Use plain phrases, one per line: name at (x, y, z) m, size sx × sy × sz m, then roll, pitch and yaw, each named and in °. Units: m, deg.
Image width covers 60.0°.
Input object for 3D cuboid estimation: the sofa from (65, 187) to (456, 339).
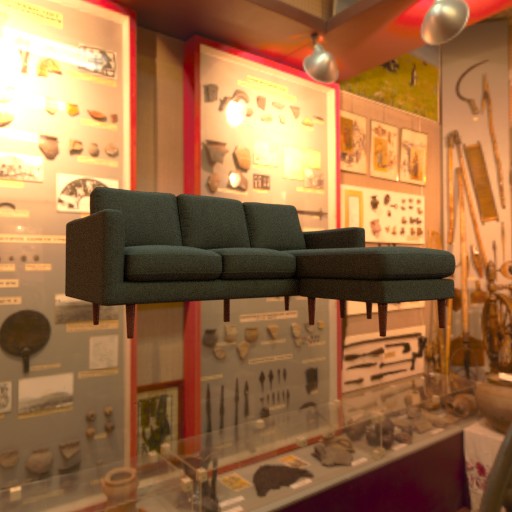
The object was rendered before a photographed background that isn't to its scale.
sofa at (0.000, 0.000, 2.970) m, size 2.055 × 0.957 × 1.667 m, roll 1°, pitch -1°, yaw -35°
